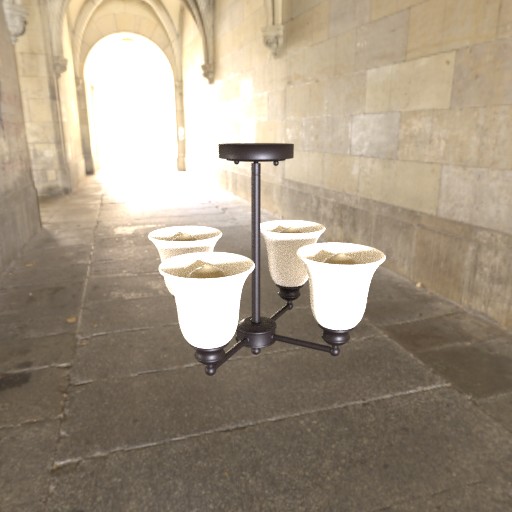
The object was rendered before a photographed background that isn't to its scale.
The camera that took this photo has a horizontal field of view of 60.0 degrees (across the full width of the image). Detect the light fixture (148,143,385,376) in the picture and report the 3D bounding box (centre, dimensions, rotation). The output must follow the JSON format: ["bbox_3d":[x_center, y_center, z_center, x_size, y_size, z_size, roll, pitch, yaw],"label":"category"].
[{"bbox_3d":[0.000,0.000,1.886,1.069,0.925,1.069,8,17,27],"label":"light fixture"}]
